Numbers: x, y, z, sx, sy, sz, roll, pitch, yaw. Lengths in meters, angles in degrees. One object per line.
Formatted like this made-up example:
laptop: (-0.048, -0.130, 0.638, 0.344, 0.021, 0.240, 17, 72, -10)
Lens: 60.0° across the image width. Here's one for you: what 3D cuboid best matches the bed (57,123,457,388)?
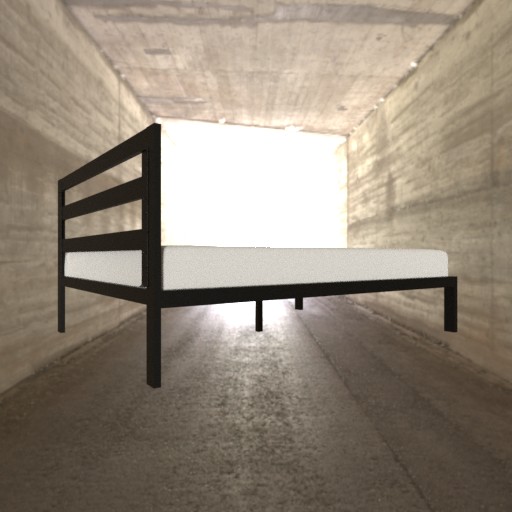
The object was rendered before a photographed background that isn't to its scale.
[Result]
bed: (0.000, 0.000, 2.827, 2.062, 0.967, 1.524, 0, 0, -36)
